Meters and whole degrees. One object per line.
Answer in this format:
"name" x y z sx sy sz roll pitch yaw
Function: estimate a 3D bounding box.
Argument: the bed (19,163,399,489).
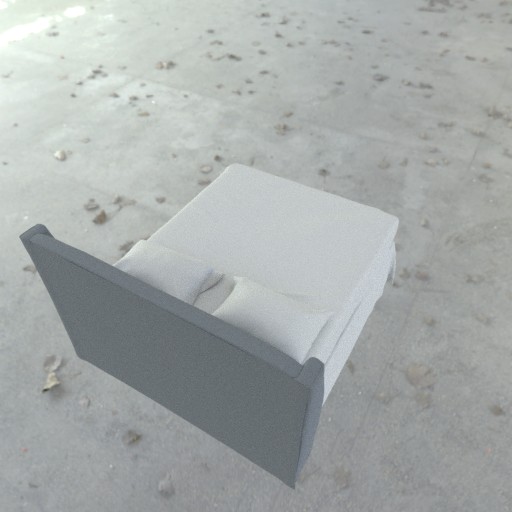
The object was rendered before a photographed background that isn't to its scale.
"bed" 0.000 0.000 3.376 1.925 1.332 2.276 23 49 21
